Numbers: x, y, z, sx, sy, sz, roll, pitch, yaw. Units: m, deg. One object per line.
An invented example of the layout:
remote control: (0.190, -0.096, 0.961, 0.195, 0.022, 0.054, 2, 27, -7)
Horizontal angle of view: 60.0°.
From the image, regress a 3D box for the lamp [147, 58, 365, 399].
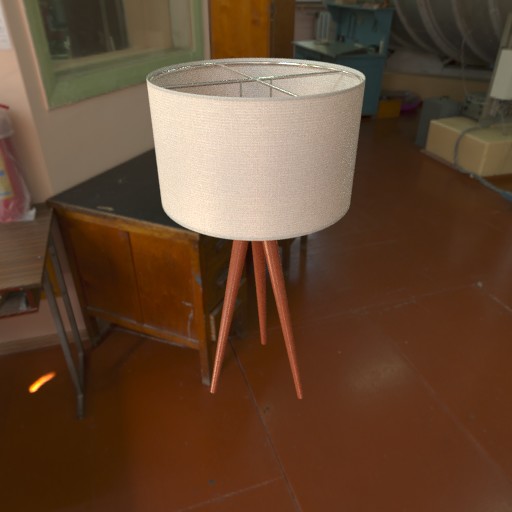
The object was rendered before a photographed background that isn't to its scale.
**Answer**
lamp: (0.000, 0.000, 0.919, 0.355, 0.709, 0.354, 9, 33, 13)
